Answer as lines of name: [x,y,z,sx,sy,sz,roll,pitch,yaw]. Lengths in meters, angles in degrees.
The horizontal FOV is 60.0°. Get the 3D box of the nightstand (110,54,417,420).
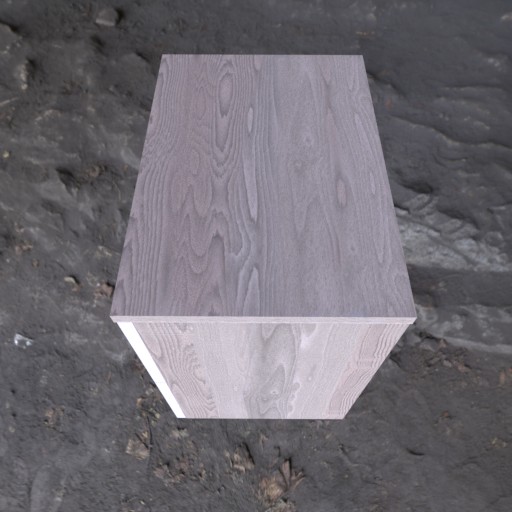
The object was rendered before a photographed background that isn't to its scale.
nightstand: [0.000,0.000,0.758,0.325,0.461,0.442,0,57,0]
